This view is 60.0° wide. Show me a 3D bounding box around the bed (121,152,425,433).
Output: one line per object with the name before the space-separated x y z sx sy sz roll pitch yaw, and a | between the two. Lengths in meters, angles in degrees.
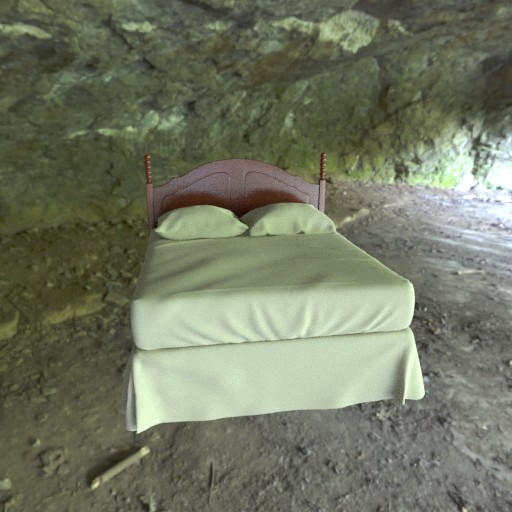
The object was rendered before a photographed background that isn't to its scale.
bed | 0.000 0.000 3.255 1.873 1.356 2.040 -3 17 -9
